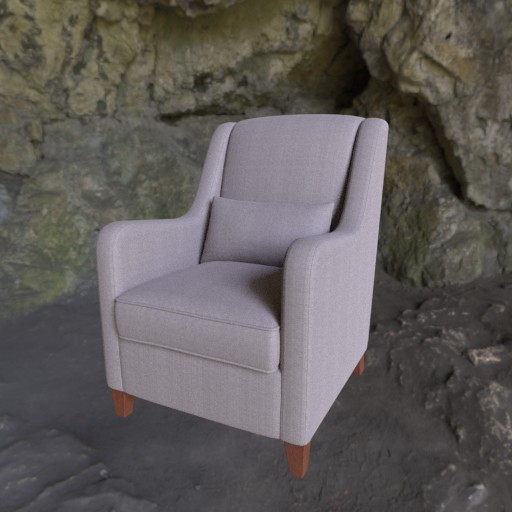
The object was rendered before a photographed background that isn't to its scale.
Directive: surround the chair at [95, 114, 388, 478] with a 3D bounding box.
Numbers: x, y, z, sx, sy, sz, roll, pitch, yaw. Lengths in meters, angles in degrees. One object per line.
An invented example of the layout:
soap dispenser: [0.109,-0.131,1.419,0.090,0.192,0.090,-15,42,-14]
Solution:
chair: [0.000,0.000,1.585,0.715,1.017,0.890,7,15,26]
